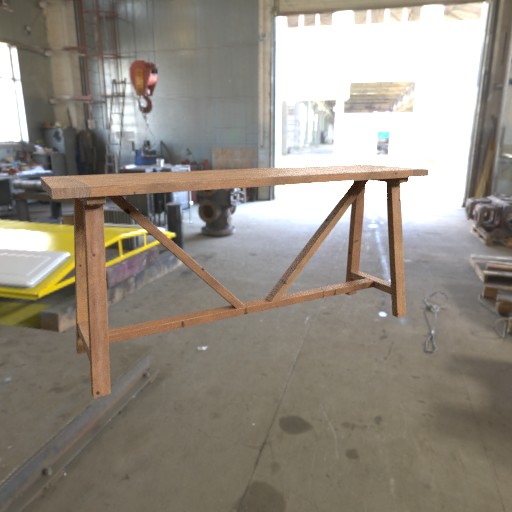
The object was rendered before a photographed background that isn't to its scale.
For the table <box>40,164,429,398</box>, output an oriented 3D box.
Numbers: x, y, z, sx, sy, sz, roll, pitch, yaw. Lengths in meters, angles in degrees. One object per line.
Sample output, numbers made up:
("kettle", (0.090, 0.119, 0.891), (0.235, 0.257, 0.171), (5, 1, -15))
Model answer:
("table", (0.000, 0.000, 2.180), (1.800, 0.810, 0.465), (-8, 17, -28))
